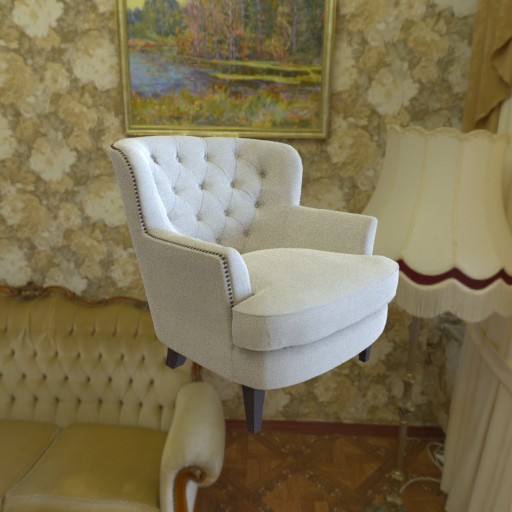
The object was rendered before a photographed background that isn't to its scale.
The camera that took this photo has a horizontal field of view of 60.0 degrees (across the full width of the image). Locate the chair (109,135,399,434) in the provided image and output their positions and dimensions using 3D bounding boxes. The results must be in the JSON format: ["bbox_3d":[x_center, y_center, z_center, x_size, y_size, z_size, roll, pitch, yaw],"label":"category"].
[{"bbox_3d":[0.000,0.000,1.644,0.906,0.868,0.848,14,20,43],"label":"chair"}]
